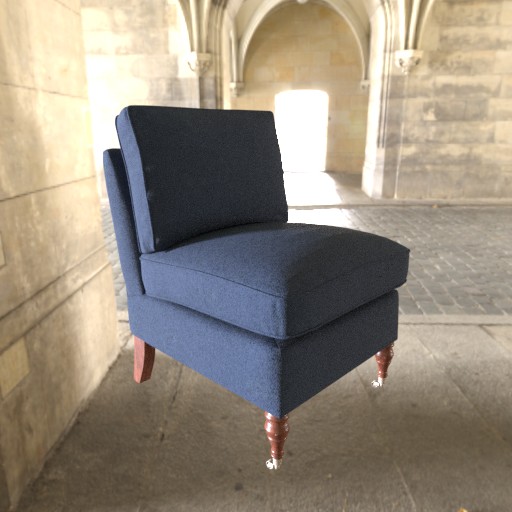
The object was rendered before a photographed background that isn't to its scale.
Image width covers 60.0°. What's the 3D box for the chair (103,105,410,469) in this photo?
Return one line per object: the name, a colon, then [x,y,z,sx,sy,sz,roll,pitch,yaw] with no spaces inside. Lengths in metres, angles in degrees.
chair: [0.000,0.000,1.635,0.912,1.052,0.724,15,21,42]
